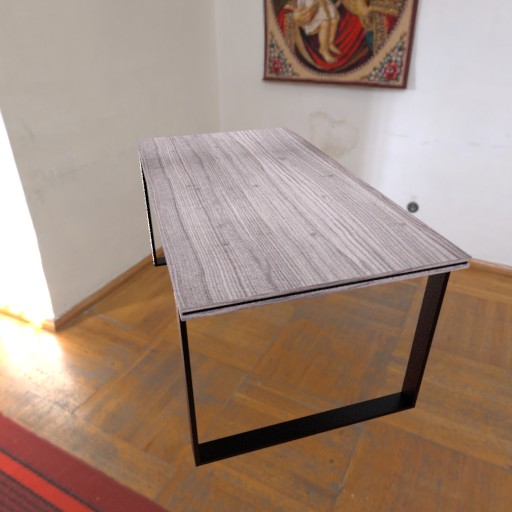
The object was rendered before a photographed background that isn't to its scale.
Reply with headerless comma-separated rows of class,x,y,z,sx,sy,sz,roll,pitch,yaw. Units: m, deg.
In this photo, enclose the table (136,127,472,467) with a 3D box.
table,0.000,0.000,2.063,0.881,0.736,1.579,-9,32,-15
